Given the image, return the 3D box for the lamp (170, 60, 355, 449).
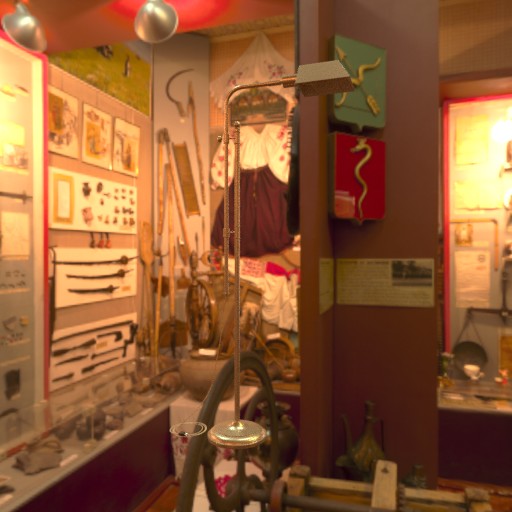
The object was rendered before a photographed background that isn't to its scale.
[{"bbox_3d":[0.000,0.000,1.898,0.813,1.571,0.256,0,0,19],"label":"lamp"}]
